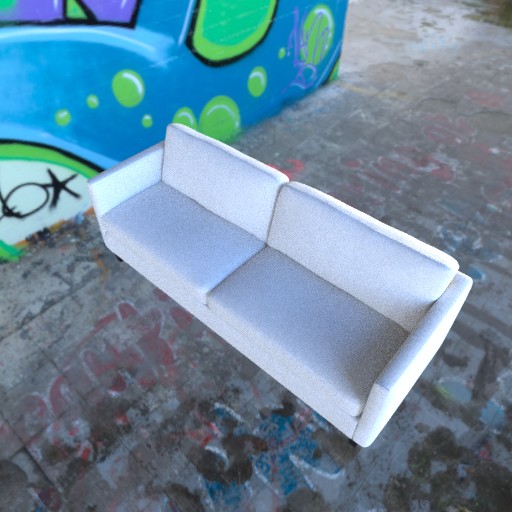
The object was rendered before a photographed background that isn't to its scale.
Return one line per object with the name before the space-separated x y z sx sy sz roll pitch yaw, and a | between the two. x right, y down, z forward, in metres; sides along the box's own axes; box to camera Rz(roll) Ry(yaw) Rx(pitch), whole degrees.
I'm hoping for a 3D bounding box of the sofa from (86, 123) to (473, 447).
sofa | 0.000 0.000 2.961 2.434 0.965 0.948 32 54 28
